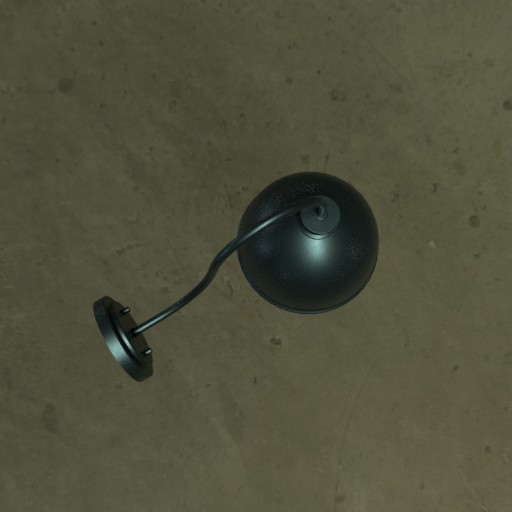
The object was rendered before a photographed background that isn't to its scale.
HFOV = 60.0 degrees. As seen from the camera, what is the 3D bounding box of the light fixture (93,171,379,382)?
[{"bbox_3d":[0.000,0.000,0.643,0.467,0.295,0.253,-30,79,-6],"label":"light fixture"}]
